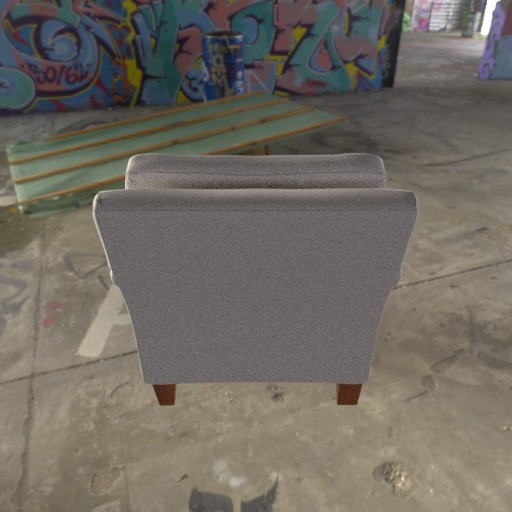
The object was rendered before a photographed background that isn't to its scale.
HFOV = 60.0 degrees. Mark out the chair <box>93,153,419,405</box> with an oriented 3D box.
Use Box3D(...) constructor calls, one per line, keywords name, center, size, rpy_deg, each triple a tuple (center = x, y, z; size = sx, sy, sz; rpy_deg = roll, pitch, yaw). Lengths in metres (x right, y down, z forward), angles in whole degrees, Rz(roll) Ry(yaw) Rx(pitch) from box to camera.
Box3D(name="chair", center=(0.000, 0.000, 1.851), size=(0.955, 1.038, 1.070), rpy_deg=(0, 30, 0))
